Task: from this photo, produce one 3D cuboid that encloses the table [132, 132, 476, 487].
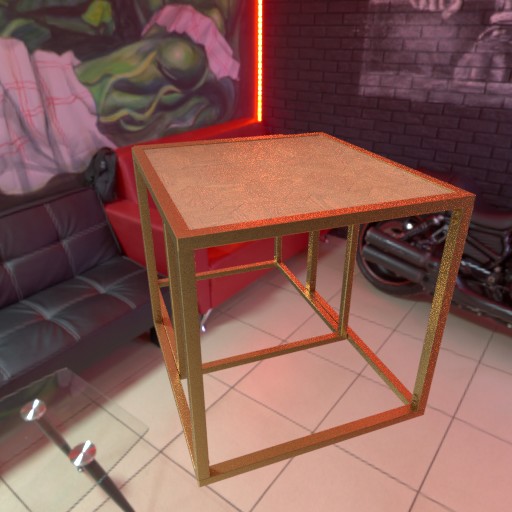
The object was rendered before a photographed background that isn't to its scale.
[{"bbox_3d":[0.000,0.000,1.094,0.505,0.505,0.762,-10,29,-18],"label":"table"}]
